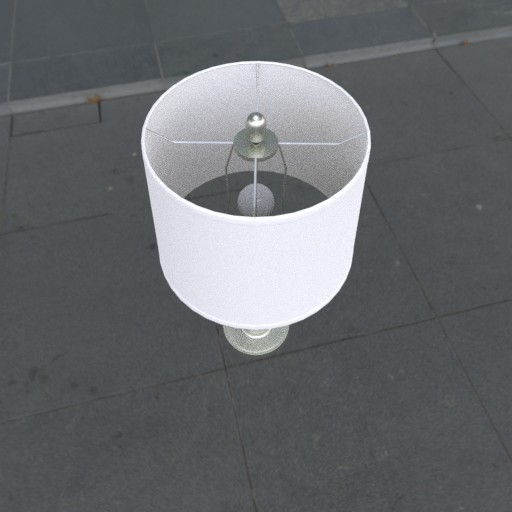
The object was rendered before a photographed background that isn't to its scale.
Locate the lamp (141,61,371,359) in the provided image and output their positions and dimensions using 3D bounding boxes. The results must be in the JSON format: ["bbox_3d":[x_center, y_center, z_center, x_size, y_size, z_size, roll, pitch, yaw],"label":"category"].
[{"bbox_3d":[0.000,0.000,0.931,0.383,0.733,0.383,0,57,0],"label":"lamp"}]
